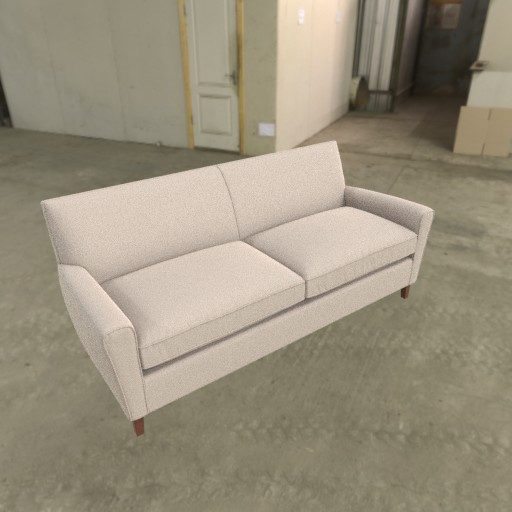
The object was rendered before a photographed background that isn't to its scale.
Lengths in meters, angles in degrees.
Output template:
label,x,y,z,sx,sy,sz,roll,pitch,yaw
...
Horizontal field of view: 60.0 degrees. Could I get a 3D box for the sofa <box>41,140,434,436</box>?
label,x,y,z,sx,sy,sz,roll,pitch,yaw
sofa,0.000,0.000,2.478,2.000,0.846,0.875,-19,34,-31
